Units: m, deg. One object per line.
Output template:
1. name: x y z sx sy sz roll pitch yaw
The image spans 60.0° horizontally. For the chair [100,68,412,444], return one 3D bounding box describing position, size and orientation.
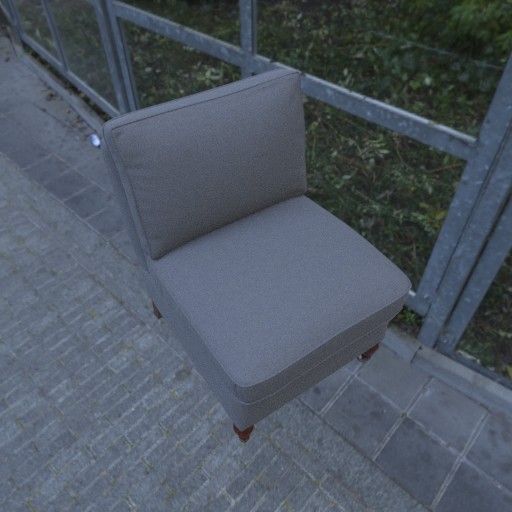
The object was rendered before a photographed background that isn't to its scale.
1. chair: 0.000 0.000 1.643 0.724 1.045 0.924 -26 51 -23
